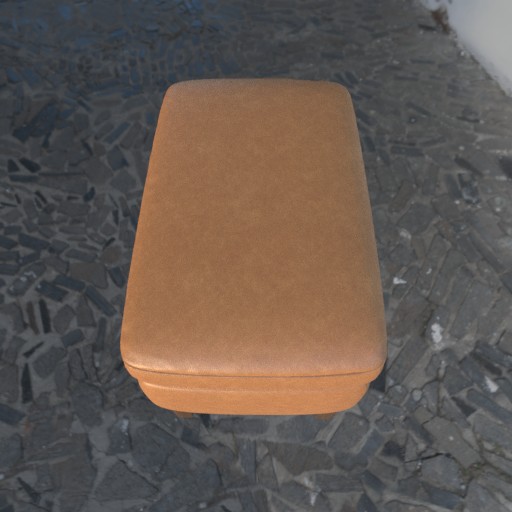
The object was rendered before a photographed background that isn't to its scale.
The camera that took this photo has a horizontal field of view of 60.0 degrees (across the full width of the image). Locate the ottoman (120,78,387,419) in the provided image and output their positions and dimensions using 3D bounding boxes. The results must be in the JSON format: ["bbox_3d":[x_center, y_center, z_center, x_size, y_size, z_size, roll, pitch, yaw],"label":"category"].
[{"bbox_3d":[0.000,0.000,0.983,0.420,0.480,0.670,1,58,0],"label":"ottoman"}]
